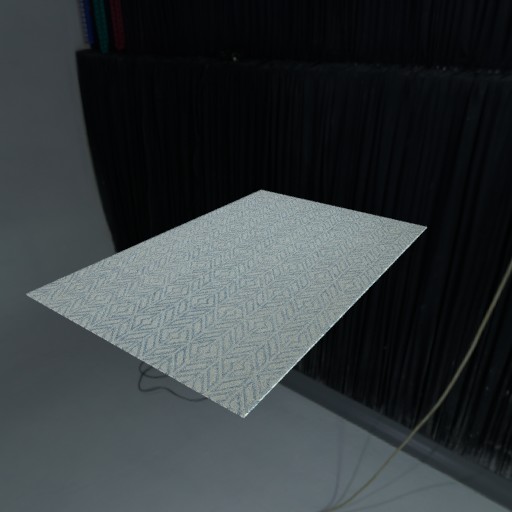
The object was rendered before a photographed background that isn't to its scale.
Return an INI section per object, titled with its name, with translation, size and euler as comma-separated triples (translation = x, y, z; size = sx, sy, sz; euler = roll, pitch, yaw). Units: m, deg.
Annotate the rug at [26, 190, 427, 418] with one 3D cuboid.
[rug]
translation = 0.000, 0.000, 2.325
size = 1.220, 0.008, 1.824
euler = 18, 32, 31
